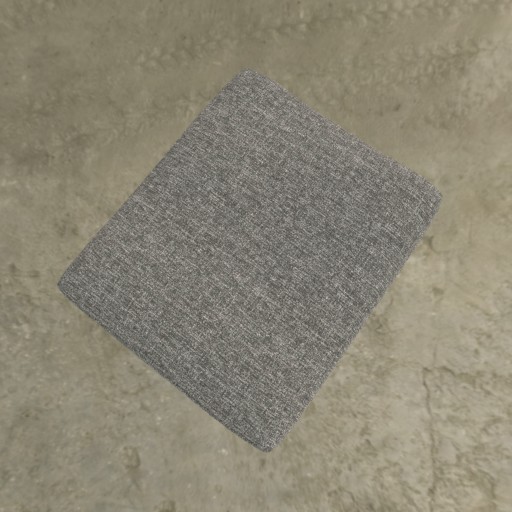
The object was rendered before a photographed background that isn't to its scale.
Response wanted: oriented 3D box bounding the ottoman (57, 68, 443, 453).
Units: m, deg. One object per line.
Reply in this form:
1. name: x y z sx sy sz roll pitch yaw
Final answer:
1. ottoman: 0.000 0.000 1.253 0.683 0.480 0.828 36 79 8
